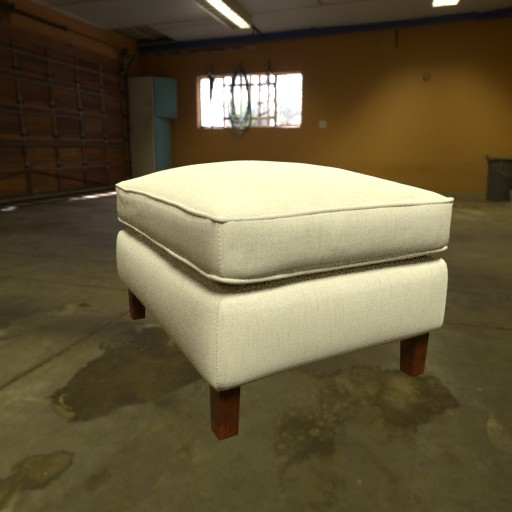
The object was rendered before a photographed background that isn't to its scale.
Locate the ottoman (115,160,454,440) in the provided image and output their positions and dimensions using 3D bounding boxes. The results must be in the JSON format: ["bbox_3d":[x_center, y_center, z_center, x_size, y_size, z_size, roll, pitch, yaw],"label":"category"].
[{"bbox_3d":[0.000,0.000,0.970,0.501,0.406,0.665,-7,15,-27],"label":"ottoman"}]
